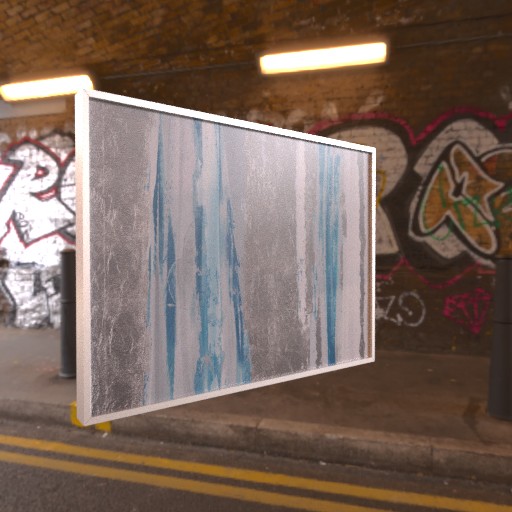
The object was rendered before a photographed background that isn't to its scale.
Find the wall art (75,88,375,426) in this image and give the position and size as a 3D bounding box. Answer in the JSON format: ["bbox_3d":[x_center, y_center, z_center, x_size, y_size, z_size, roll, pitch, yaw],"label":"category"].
[{"bbox_3d":[0.000,0.000,1.385,1.056,0.801,0.066,-1,1,-36],"label":"wall art"}]
